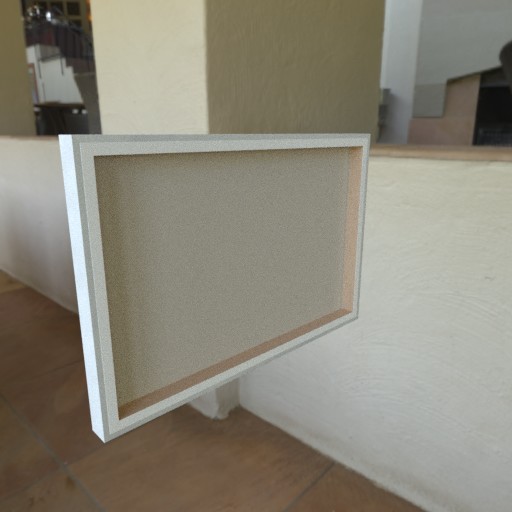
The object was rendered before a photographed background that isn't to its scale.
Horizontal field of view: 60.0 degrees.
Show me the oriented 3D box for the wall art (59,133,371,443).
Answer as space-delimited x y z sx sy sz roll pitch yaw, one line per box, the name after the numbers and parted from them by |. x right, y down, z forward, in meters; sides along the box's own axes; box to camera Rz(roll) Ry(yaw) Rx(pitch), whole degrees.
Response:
0.000 0.000 0.768 0.609 0.407 0.038 -14 21 -42 | wall art
